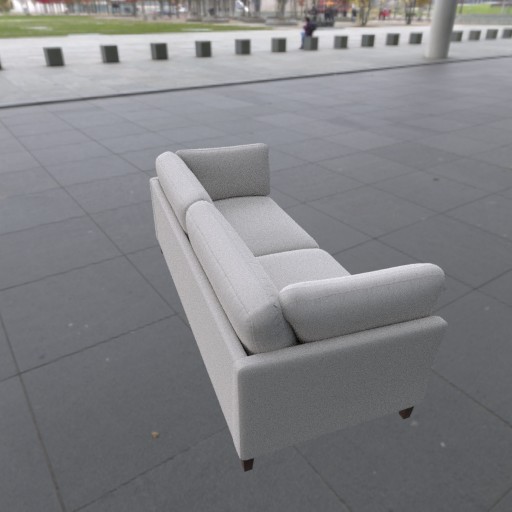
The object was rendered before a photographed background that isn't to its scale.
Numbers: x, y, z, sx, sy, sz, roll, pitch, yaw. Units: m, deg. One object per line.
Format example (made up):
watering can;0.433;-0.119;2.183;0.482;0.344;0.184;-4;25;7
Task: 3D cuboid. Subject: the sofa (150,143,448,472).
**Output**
sofa;0.000;0.000;2.763;0.957;0.863;2.301;-10;31;-17
